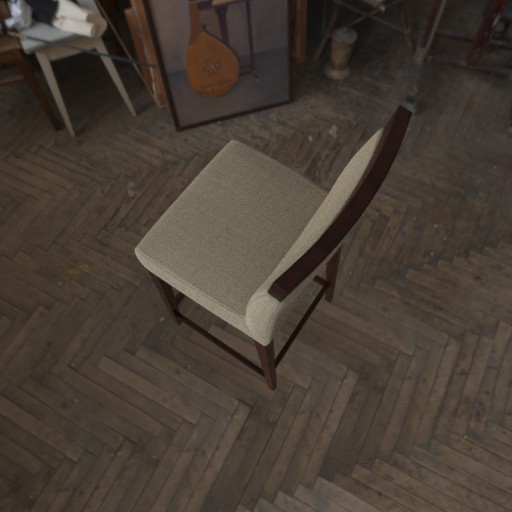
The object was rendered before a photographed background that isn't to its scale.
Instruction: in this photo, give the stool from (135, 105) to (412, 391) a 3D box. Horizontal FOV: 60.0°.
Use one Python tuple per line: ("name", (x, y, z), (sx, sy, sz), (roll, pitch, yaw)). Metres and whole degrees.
("stool", (0.000, 0.000, 1.277), (0.480, 1.011, 0.463), (31, 68, 14))
